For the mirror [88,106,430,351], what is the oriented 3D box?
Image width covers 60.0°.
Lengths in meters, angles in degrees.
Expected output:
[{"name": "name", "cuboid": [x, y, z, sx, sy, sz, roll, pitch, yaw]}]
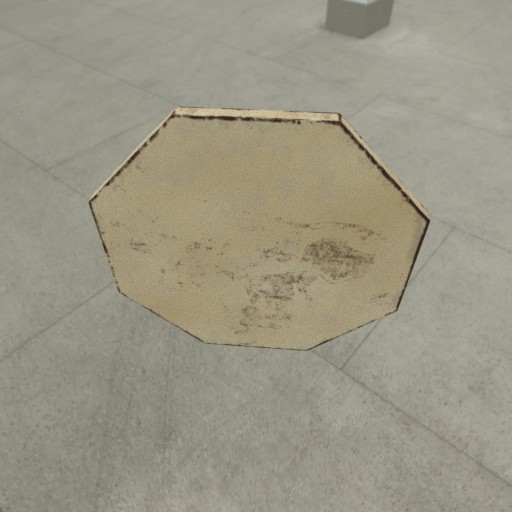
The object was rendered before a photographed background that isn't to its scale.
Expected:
[{"name": "mirror", "cuboid": [0.000, 0.000, 0.941, 0.648, 0.648, 0.031, 3, 45, 3]}]
